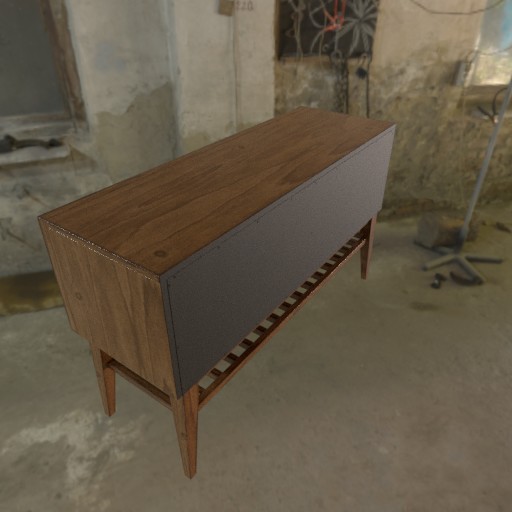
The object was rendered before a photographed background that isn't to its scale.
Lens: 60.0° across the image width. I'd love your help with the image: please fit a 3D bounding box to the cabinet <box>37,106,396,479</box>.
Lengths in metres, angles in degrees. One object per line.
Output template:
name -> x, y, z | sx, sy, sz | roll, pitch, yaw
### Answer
cabinet -> 0.000, 0.000, 1.750 | 0.477, 0.802, 1.363 | 22, 39, 29
